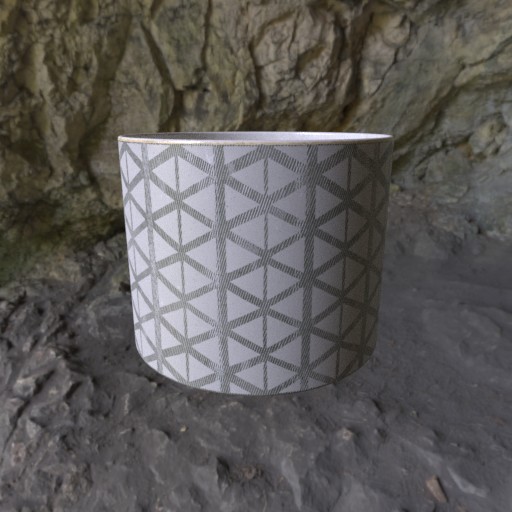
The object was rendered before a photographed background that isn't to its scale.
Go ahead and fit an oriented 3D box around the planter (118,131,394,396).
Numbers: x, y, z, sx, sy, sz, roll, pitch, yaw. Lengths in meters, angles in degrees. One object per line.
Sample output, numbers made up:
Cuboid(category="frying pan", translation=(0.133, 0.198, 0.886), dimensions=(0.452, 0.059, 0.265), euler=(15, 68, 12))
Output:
Cuboid(category="planter", translation=(0.000, 0.000, 0.344), dimensions=(0.190, 0.181, 0.190), euler=(0, 17, 0))
